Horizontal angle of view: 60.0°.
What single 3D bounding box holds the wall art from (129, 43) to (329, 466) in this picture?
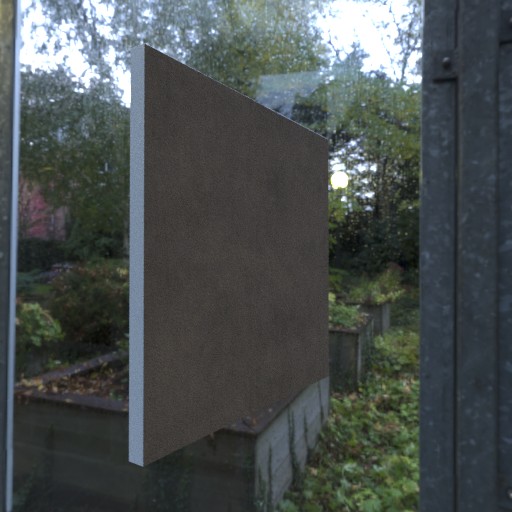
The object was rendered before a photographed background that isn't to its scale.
[{"bbox_3d":[0.000,0.000,0.667,0.023,0.453,0.455,-1,-1,35],"label":"wall art"}]
